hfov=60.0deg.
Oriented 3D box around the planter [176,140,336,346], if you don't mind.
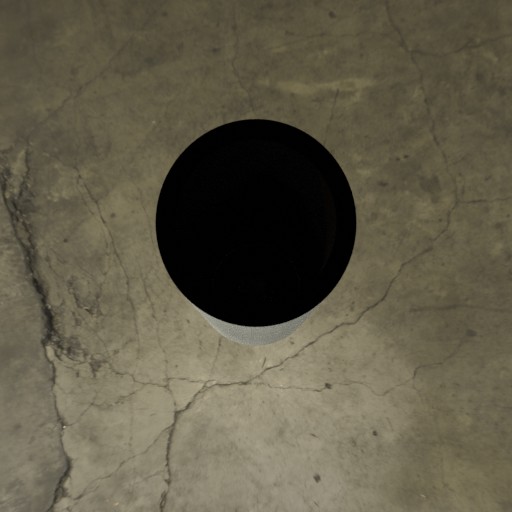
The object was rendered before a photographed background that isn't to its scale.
[{"bbox_3d":[0.000,0.000,0.128,0.045,0.103,0.045,-18,76,-5],"label":"planter"}]
